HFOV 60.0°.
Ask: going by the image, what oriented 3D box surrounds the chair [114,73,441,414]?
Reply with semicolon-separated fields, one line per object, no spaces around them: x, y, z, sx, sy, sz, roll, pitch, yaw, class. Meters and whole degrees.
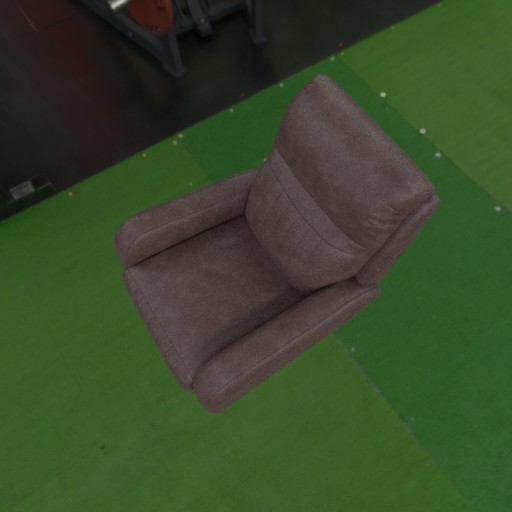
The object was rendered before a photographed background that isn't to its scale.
0.000;0.000;1.863;1.067;1.067;0.865;-30;67;-14;chair
